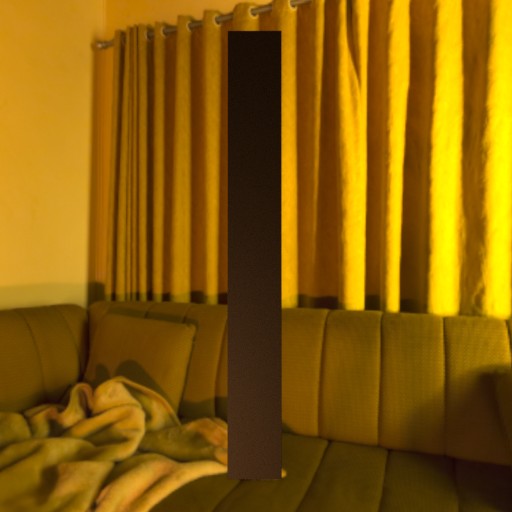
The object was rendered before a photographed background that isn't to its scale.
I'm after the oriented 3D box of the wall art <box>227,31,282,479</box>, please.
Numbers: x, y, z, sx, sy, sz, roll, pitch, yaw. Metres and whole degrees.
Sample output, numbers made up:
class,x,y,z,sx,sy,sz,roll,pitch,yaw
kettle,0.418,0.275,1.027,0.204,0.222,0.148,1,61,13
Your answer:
class,x,y,z,sx,sy,sz,roll,pitch,yaw
wall art,0.000,0.000,0.451,0.037,0.303,0.304,0,0,0
